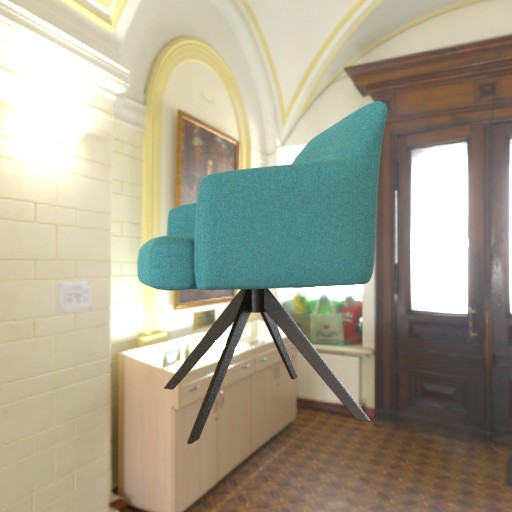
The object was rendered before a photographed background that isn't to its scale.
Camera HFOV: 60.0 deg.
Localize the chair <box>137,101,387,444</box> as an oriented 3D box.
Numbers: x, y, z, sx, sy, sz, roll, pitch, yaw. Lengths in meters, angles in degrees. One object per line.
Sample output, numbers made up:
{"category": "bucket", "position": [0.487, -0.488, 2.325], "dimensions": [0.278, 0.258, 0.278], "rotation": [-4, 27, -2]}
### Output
{"category": "chair", "position": [0.000, 0.000, 1.331], "dimensions": [0.677, 0.874, 0.642], "rotation": [0, -1, -18]}
